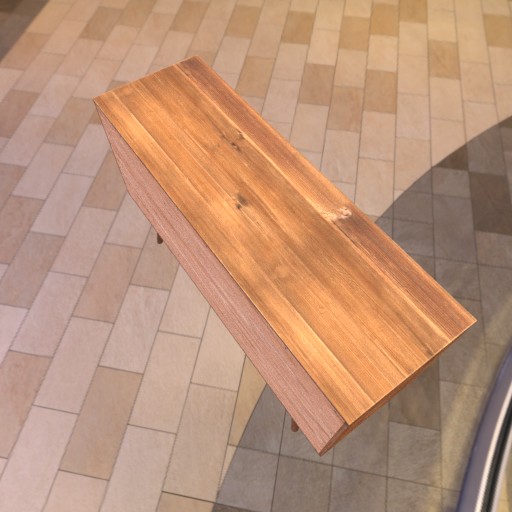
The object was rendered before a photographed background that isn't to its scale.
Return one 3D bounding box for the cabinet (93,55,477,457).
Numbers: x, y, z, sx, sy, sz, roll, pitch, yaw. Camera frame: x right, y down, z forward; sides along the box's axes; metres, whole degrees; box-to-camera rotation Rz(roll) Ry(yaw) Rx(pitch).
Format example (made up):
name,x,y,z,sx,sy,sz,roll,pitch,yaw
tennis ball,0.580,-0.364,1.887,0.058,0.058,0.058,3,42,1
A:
name,x,y,z,sx,sy,sz,roll,pitch,yaw
cabinet,0.000,0.000,1.736,0.472,0.800,1.400,-31,63,-18
